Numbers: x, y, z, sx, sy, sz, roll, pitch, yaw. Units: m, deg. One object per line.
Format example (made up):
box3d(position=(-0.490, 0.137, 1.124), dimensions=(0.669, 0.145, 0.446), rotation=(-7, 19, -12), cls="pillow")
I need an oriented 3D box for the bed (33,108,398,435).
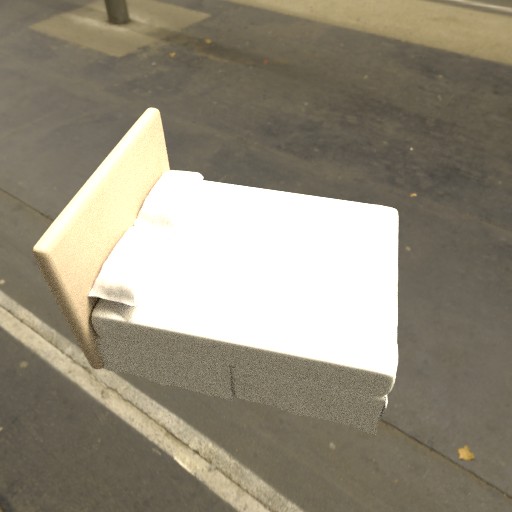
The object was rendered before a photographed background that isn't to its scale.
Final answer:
box3d(position=(0.000, 0.000, 3.257), dimensions=(2.142, 1.330, 1.723), rotation=(9, 47, 9), cls="bed")
